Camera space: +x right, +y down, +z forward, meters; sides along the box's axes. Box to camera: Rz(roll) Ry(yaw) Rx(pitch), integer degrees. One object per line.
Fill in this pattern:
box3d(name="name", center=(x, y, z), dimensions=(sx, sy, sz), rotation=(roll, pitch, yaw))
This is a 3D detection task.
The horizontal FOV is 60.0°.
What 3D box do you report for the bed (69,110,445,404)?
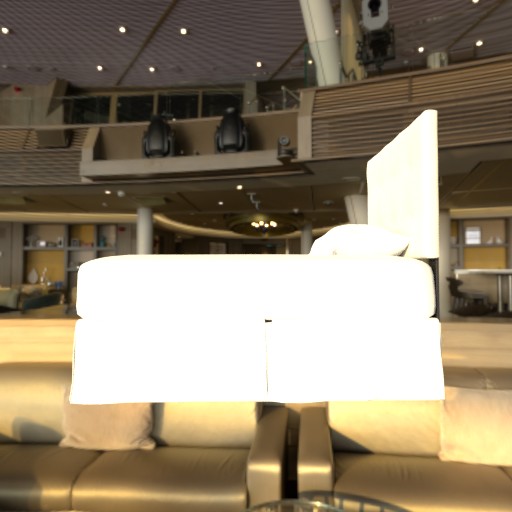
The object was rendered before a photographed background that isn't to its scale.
box3d(name="bed", center=(0.000, 0.000, 2.929), dimensions=(1.997, 1.571, 1.261), rotation=(0, -2, -1))
